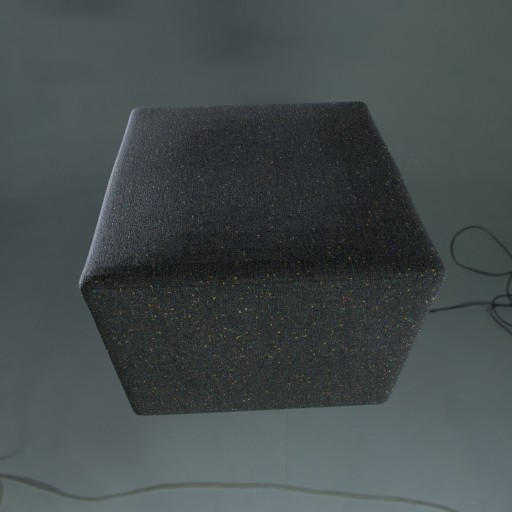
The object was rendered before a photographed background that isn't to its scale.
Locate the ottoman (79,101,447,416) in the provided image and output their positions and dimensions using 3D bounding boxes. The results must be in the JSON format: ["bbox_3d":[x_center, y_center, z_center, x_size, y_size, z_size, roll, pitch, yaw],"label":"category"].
[{"bbox_3d":[0.000,0.000,0.893,0.508,0.432,0.508,-2,45,-2],"label":"ottoman"}]
